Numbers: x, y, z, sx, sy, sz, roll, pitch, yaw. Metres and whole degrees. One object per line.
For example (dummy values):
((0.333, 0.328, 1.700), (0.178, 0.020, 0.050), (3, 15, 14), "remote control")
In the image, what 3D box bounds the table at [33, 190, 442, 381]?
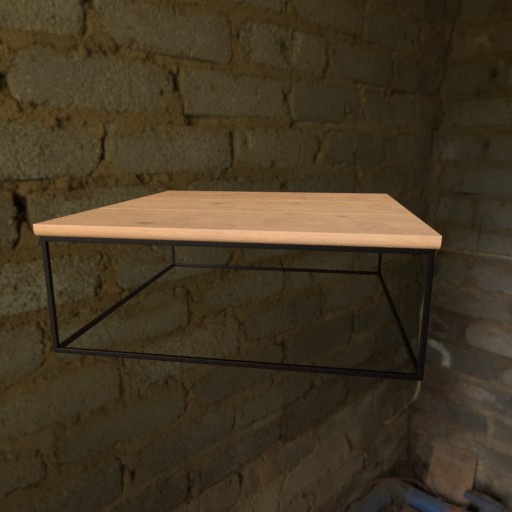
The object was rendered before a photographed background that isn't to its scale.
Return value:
((0.000, 0.000, 1.742), (1.100, 0.400, 1.100), (2, 14, 9), "table")
